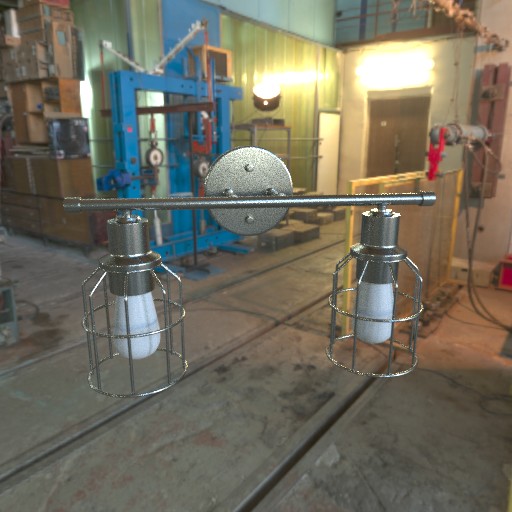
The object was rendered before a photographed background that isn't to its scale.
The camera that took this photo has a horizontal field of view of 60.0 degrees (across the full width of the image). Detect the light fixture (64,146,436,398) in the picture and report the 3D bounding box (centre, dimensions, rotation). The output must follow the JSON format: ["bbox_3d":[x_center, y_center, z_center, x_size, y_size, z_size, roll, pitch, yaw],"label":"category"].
[{"bbox_3d":[0.000,0.000,0.531,0.406,0.254,0.165,-2,15,-8],"label":"light fixture"}]
